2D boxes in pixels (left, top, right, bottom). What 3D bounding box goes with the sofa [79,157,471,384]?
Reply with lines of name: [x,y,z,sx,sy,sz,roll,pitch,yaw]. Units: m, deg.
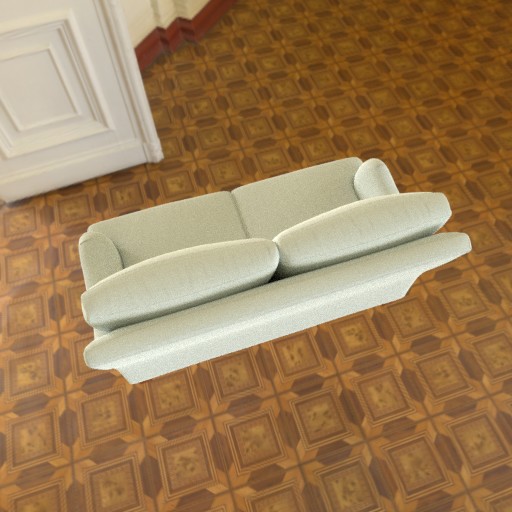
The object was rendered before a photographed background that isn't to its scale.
sofa: [0.000,0.000,2.543,1.853,1.101,1.084,-16,60,-10]
